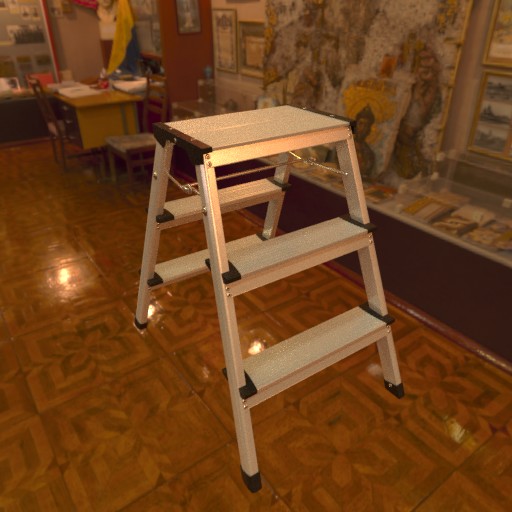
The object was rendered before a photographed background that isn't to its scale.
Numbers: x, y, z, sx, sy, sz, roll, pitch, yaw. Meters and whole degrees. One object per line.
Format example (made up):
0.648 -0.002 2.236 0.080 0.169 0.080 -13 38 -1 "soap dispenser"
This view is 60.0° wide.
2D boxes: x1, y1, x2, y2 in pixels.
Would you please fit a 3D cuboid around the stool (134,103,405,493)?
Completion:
0.000 0.000 1.015 0.437 0.605 0.622 -19 35 -29 "stool"
